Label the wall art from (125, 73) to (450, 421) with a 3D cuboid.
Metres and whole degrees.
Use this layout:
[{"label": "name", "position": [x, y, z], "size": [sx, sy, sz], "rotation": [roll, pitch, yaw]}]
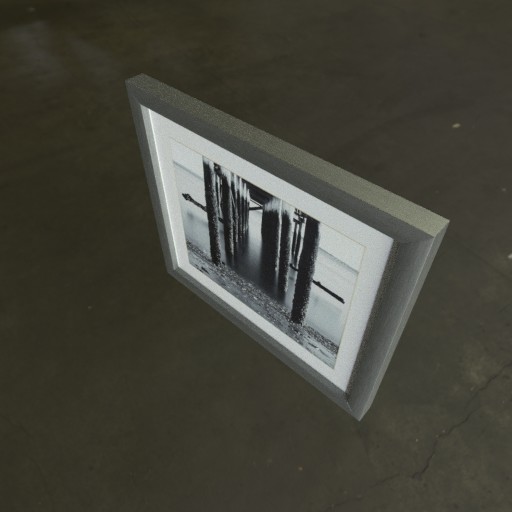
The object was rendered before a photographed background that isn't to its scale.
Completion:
[{"label": "wall art", "position": [0.000, 0.000, 0.543], "size": [0.380, 0.330, 0.028], "rotation": [33, 55, 27]}]
